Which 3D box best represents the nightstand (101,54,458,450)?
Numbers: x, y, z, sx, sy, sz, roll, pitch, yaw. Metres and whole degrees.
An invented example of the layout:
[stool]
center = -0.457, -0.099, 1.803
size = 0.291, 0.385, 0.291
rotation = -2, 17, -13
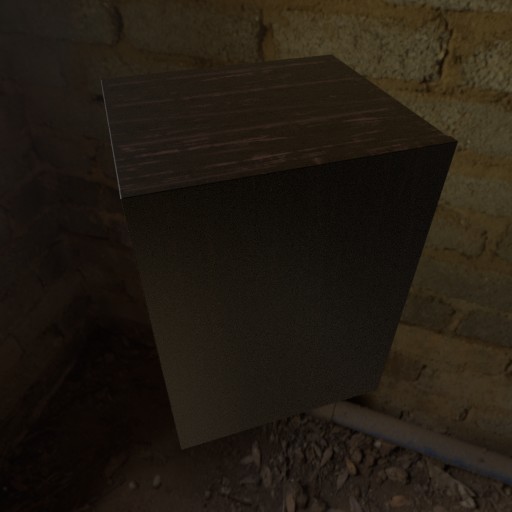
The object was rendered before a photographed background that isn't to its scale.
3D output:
[nightstand]
center = 0.000, 0.000, 0.801
size = 0.400, 0.559, 0.356
rotation = -12, 43, -13
